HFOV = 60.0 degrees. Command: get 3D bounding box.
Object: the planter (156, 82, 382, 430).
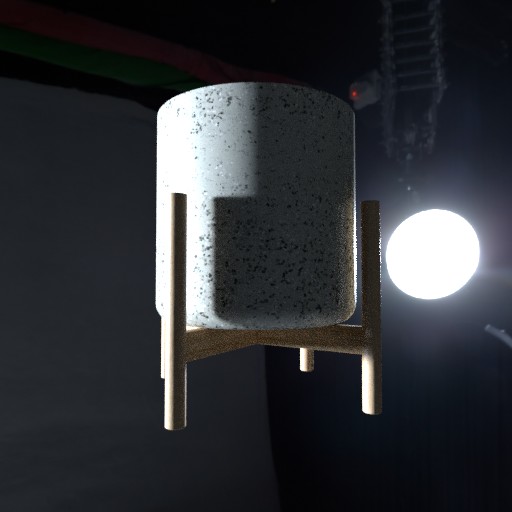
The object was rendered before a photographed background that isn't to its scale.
[{"bbox_3d":[0.000,0.000,0.690,0.360,0.419,0.360,1,-3,-35],"label":"planter"}]
